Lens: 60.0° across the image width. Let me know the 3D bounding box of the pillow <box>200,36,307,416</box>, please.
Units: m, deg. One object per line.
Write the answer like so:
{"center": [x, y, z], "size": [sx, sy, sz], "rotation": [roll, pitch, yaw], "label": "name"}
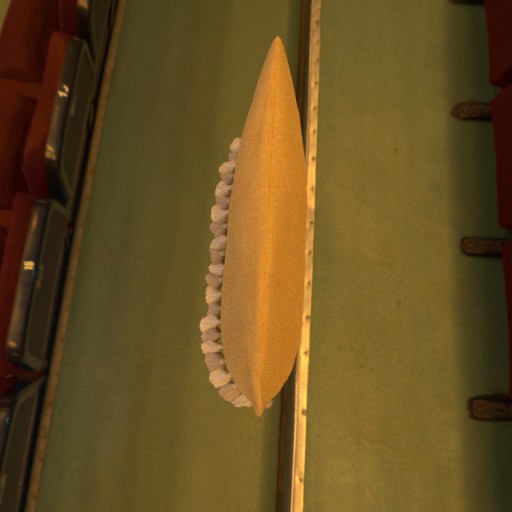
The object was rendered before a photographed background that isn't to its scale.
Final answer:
{"center": [0.000, 0.000, 0.745], "size": [0.167, 0.481, 0.485], "rotation": [3, 76, 1], "label": "pillow"}
